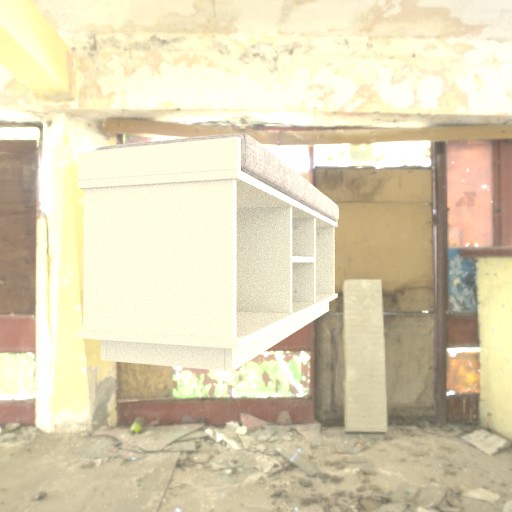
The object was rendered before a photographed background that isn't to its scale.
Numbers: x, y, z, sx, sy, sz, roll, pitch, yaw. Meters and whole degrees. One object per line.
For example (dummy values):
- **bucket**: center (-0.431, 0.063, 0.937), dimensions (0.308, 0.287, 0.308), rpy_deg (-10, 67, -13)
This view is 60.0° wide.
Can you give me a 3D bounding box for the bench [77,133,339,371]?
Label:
- **bench**: center (0.000, 0.000, 1.411), dimensions (0.363, 0.453, 1.196), rpy_deg (0, -1, 19)
